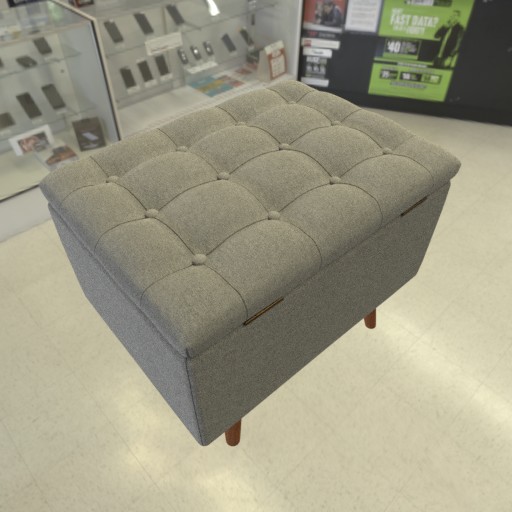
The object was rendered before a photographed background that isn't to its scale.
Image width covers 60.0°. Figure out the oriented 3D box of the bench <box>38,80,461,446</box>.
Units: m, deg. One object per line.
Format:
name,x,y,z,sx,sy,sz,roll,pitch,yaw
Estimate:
bench,0.000,0.000,0.861,0.572,0.469,0.417,-31,53,-28
